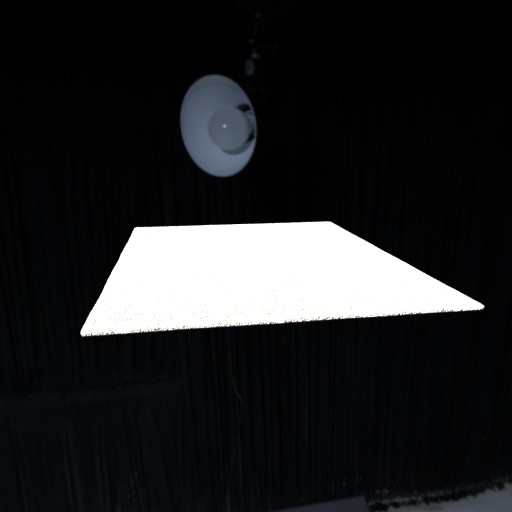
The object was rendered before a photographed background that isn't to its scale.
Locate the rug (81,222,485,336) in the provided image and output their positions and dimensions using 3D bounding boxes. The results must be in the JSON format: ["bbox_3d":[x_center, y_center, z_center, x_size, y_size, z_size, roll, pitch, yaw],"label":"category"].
[{"bbox_3d":[0.000,0.000,4.044,2.438,0.029,3.047,-2,15,-9],"label":"rug"}]
